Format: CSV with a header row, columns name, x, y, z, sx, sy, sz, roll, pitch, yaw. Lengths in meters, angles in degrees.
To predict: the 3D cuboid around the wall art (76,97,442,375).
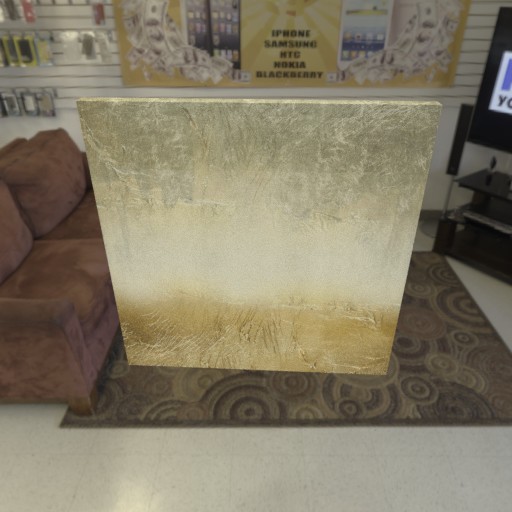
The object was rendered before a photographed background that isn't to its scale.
name,x,y,z,sx,sy,sz,roll,pitch,yaw
wall art,0.000,0.000,1.619,1.092,1.091,0.051,2,31,3
